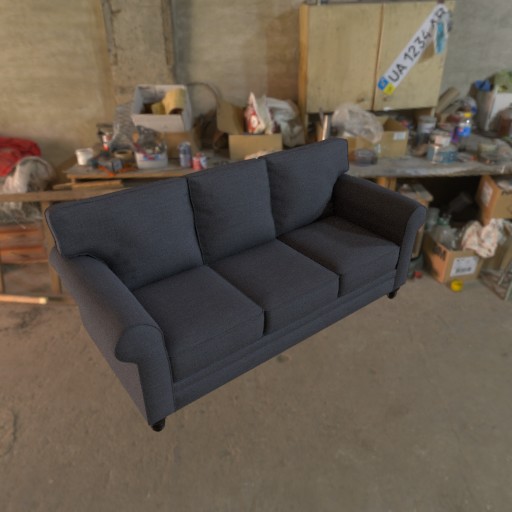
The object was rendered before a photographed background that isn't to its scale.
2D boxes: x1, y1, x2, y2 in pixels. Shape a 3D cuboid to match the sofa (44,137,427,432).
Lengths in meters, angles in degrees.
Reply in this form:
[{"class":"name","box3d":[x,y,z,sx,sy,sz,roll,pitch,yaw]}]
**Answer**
[{"class":"sofa","box3d":[0.000,0.000,2.630,2.084,0.966,0.909,-21,37,-32]}]
